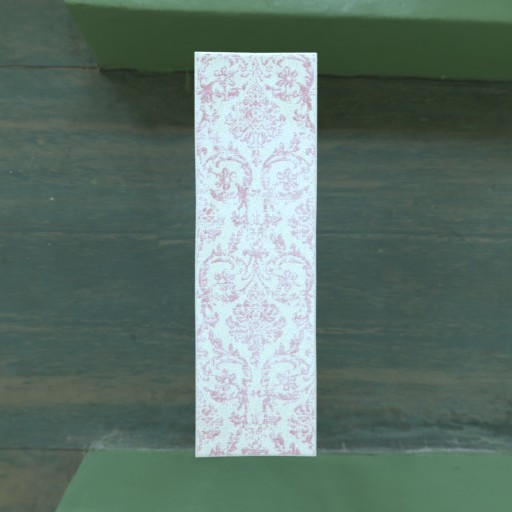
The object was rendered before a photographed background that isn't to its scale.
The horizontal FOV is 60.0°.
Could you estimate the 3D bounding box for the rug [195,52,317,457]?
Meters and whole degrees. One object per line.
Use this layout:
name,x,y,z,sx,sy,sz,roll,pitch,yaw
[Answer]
rug,0.000,0.000,2.406,0.662,0.011,2.196,0,91,-1
